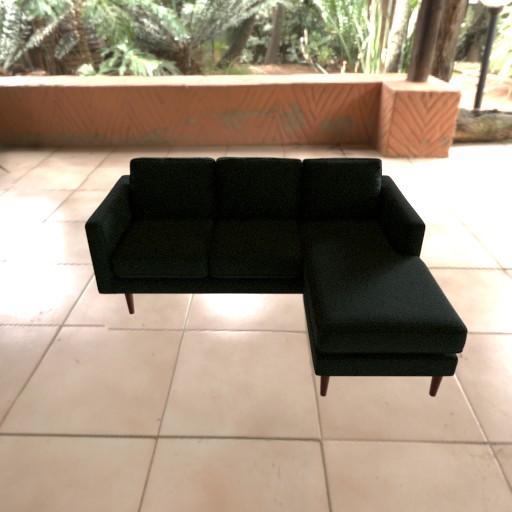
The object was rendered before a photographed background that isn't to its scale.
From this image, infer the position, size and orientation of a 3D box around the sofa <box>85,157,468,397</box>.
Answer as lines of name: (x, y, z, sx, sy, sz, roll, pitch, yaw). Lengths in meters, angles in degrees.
sofa: (0.000, 0.000, 2.767, 2.030, 0.899, 1.580, 0, 30, 0)
